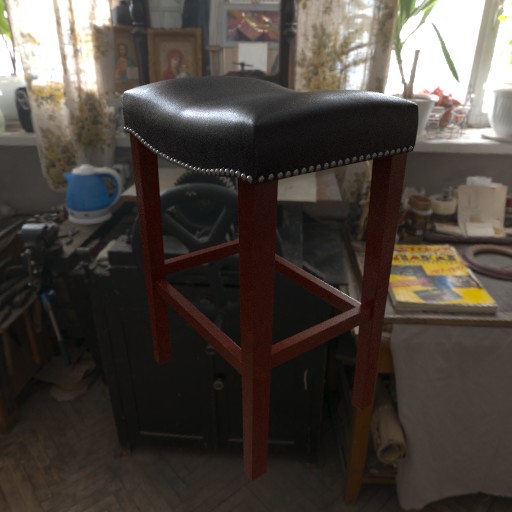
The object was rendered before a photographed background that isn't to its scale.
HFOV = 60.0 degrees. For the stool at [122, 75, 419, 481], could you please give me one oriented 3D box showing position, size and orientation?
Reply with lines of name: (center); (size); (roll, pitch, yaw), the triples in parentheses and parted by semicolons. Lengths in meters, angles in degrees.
stool: (0.000, 0.000, 1.016); (0.372, 0.742, 0.504); (-18, 31, -32)
